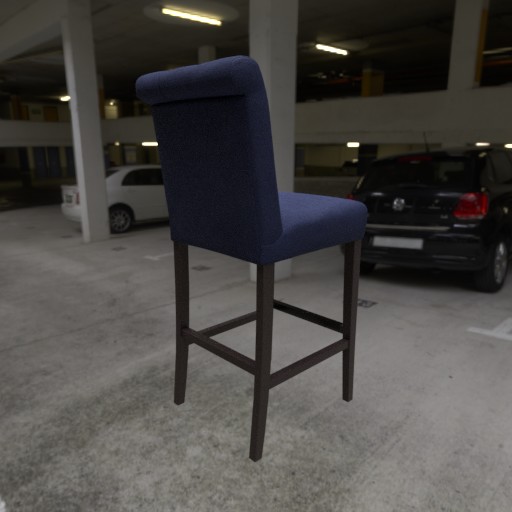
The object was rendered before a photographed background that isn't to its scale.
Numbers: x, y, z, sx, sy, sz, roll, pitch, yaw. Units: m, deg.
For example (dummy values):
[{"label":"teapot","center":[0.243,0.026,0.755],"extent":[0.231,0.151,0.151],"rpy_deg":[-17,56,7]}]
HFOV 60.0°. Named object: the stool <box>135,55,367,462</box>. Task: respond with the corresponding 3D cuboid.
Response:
[{"label":"stool","center":[0.000,0.000,1.494],"extent":[0.601,1.140,0.493],"rpy_deg":[-13,20,-42]}]
